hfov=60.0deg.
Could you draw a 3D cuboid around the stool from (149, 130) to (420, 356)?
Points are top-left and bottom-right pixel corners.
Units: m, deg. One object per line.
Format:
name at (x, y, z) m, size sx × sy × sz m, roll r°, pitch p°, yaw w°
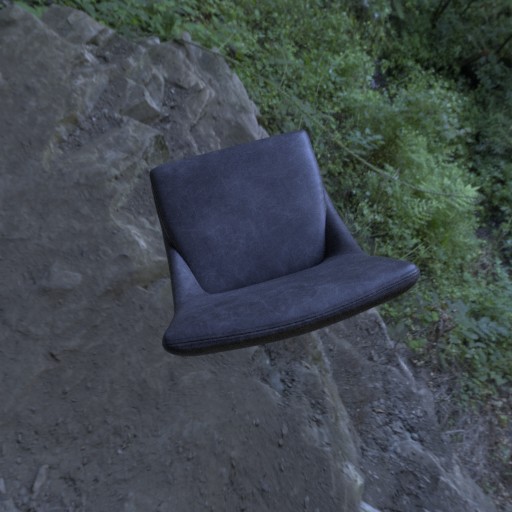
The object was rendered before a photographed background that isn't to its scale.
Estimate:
stool at (0.000, 0.000, 1.331) m, size 0.492 × 1.046 × 0.587 m, roll -16°, pitch 75°, yaw -4°
